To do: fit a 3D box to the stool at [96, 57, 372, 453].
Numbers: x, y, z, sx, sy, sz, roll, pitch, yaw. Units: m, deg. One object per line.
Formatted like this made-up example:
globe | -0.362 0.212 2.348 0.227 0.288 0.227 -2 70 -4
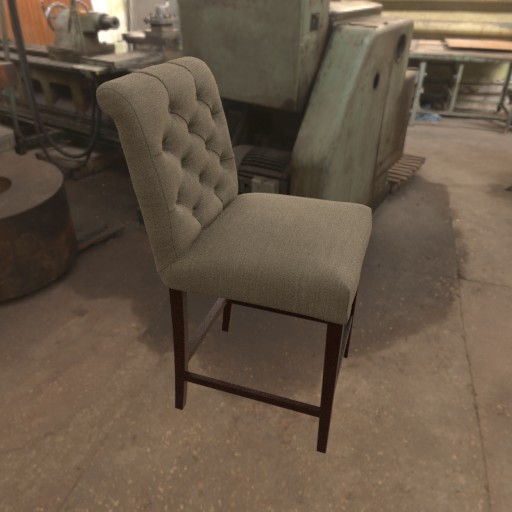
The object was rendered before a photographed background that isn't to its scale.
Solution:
stool | 0.000 0.000 1.394 0.660 1.084 0.486 10 34 16
